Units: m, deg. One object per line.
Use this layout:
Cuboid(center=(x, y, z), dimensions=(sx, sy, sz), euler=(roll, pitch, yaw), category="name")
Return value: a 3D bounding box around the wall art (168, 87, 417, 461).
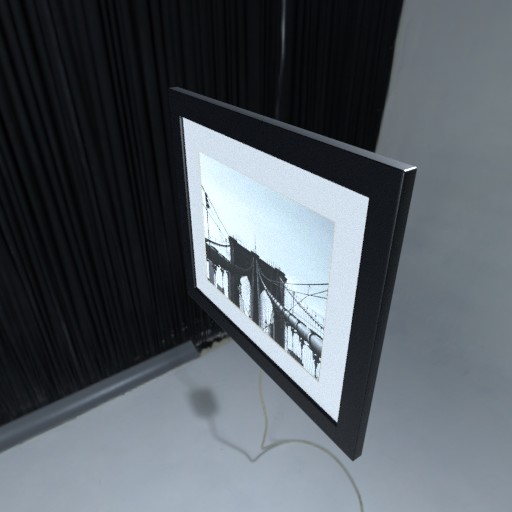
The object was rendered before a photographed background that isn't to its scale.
Cuboid(center=(0.000, 0.000, 0.727), dimensions=(0.018, 0.450, 0.521), euler=(-20, 36, -30), category="wall art")
